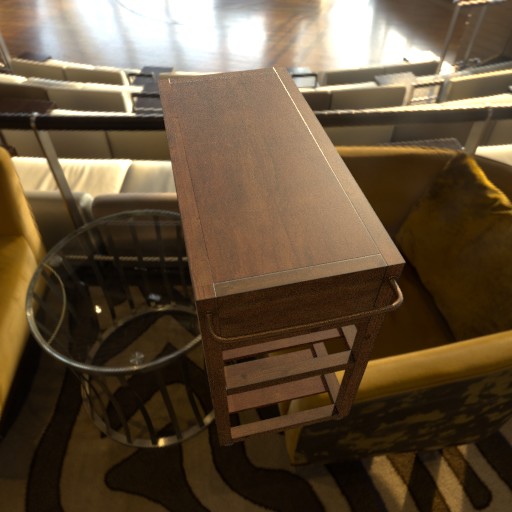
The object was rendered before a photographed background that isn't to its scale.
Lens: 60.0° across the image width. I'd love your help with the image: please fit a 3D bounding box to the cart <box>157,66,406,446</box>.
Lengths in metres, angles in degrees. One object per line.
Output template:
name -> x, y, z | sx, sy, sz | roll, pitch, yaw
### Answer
cart -> 0.000, 0.000, 1.475 | 0.445, 0.830, 1.065 | -10, 48, -9
